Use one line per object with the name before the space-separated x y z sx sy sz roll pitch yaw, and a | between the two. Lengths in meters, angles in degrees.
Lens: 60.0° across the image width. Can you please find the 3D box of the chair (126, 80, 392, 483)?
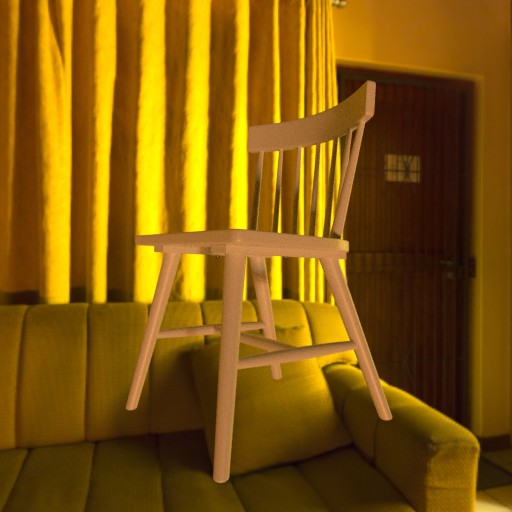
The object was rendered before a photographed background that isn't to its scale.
chair | 0.000 0.000 1.094 0.500 0.787 0.483 -1 1 -36
